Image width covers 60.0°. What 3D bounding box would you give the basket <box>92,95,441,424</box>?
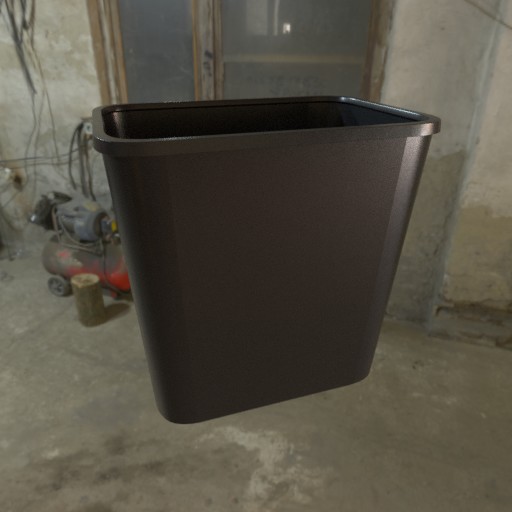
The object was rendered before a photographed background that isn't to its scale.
[{"bbox_3d":[0.000,0.000,0.492,0.300,0.307,0.211,-8,27,-16],"label":"basket"}]
